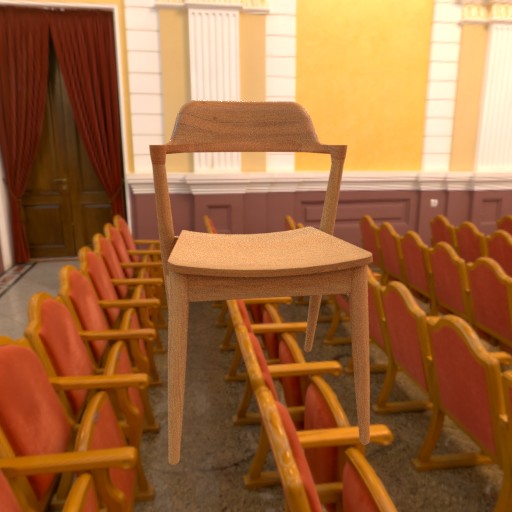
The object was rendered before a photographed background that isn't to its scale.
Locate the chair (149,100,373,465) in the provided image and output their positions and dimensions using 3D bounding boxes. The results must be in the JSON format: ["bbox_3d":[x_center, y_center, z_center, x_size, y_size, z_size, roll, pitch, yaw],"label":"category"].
[{"bbox_3d":[0.000,0.000,1.129,0.512,0.792,0.499,-2,14,-9],"label":"chair"}]
